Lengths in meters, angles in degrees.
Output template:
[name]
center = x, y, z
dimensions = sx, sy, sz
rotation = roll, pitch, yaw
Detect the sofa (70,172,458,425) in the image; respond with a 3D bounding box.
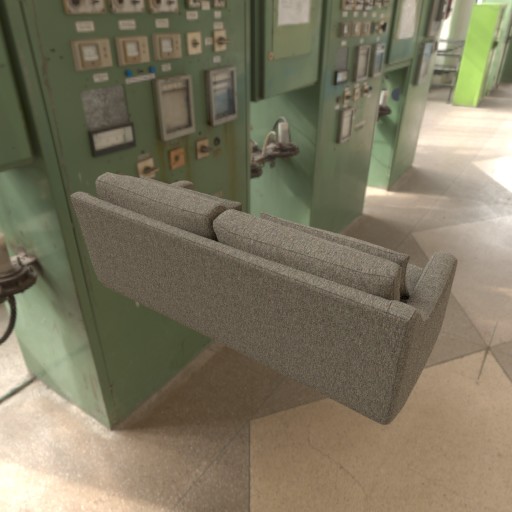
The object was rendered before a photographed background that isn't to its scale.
[sofa]
center = 0.000, 0.000, 3.015
dimensions = 2.418, 0.998, 1.103
rotation = 19, 35, 30
